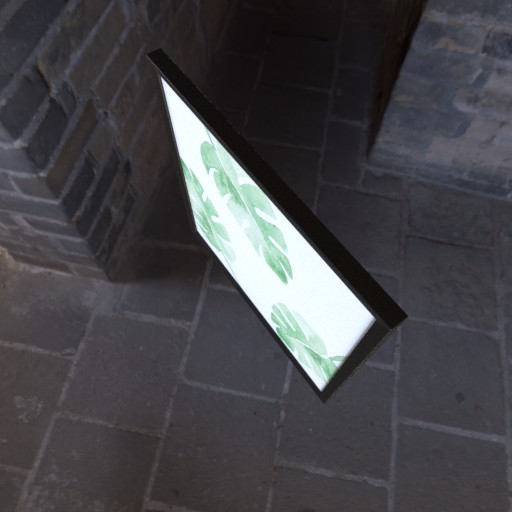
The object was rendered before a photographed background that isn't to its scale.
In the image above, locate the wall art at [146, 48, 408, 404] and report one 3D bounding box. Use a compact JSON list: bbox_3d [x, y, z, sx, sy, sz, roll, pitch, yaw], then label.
[{"bbox_3d":[0.000,0.000,1.172,0.038,0.765,0.765,-33,68,-15],"label":"wall art"}]
